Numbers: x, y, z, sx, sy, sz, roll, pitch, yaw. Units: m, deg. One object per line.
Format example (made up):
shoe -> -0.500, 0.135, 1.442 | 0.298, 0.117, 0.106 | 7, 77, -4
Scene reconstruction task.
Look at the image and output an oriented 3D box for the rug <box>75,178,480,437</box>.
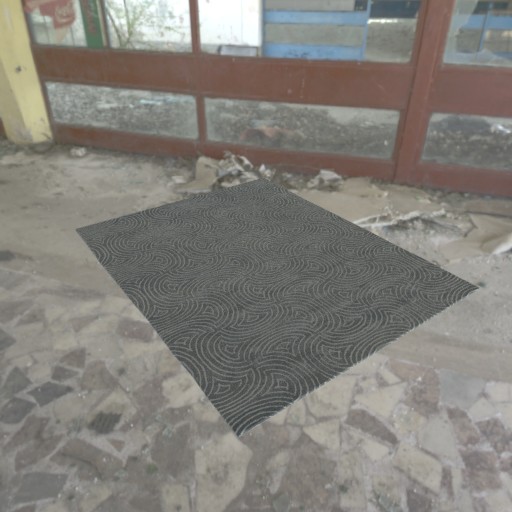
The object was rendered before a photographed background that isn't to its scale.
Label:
rug -> 0.000, 0.000, 4.163 | 2.456, 0.021, 3.042 | -21, 37, -30
